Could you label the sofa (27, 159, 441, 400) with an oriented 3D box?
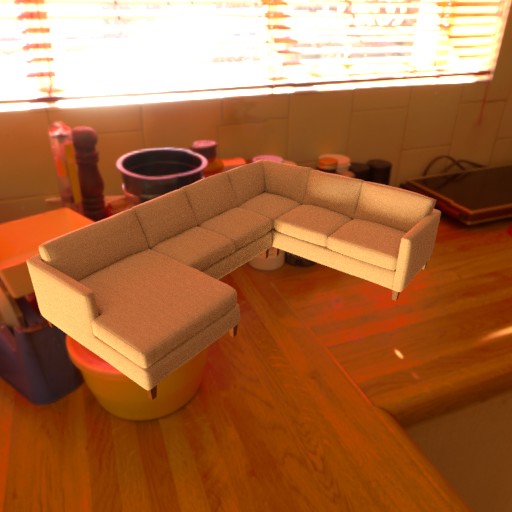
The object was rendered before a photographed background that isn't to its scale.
[{"bbox_3d":[0.000,0.000,4.551,2.594,0.961,3.460,21,35,33],"label":"sofa"}]
